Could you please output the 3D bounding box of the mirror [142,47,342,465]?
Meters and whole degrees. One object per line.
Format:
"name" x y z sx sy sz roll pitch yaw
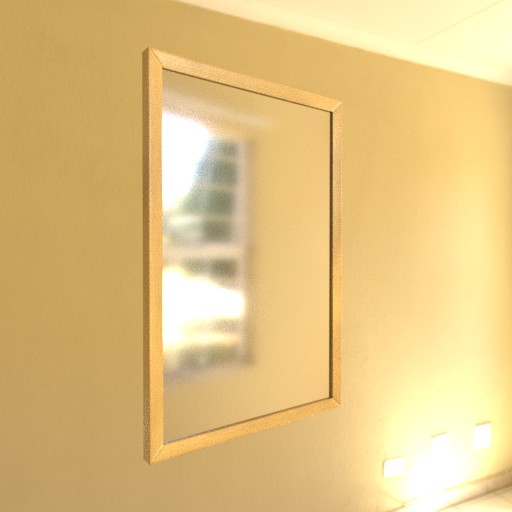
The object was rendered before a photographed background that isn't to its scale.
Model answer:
"mirror" 0.000 0.000 1.164 0.609 0.915 0.040 -1 1 -36
